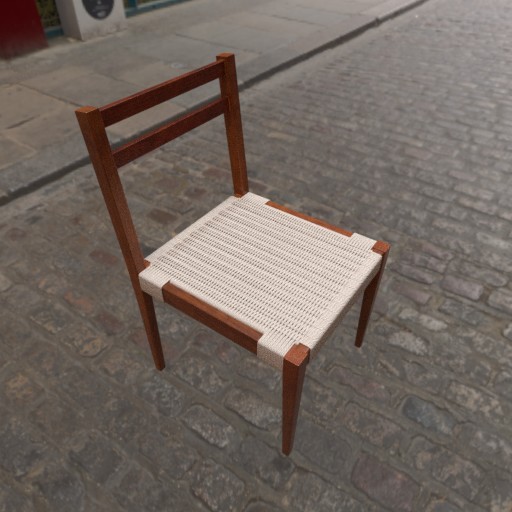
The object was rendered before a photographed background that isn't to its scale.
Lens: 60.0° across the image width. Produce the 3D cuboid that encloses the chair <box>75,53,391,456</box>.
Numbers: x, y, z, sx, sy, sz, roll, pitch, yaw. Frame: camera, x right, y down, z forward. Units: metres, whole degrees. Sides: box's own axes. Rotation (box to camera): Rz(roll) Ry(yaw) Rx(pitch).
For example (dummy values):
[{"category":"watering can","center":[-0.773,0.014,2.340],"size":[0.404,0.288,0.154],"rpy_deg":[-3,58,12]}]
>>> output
[{"category":"chair","center":[0.000,0.000,1.208],"size":[0.569,0.851,0.495],"rpy_deg":[25,46,26]}]
